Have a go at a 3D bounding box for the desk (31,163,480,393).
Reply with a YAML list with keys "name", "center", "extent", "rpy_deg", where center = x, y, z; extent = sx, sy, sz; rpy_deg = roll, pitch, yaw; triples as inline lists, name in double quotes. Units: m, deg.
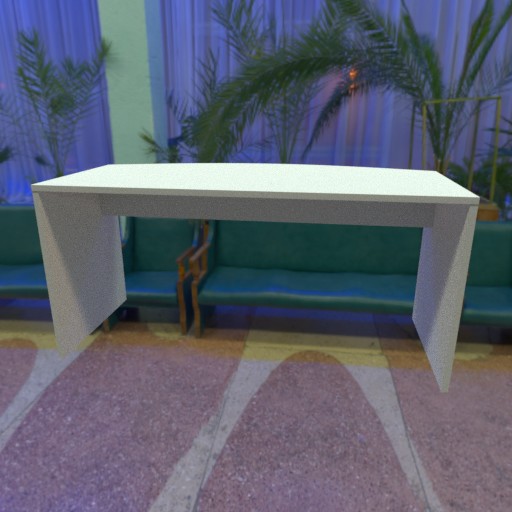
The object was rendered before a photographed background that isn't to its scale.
- name: "desk"
  center: [0.000, 0.000, 2.053]
  extent: [1.600, 0.750, 0.802]
  rpy_deg: [3, 19, 8]
